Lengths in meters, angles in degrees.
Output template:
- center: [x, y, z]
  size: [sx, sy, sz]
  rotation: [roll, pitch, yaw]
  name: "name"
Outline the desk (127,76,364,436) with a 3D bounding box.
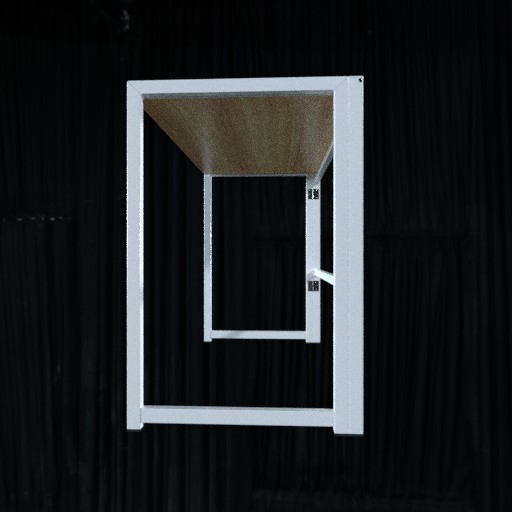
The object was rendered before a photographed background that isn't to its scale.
- center: [0.000, 0.000, 1.454]
  size: [0.508, 0.762, 1.016]
  rotation: [0, 0, 3]
  name: "desk"
